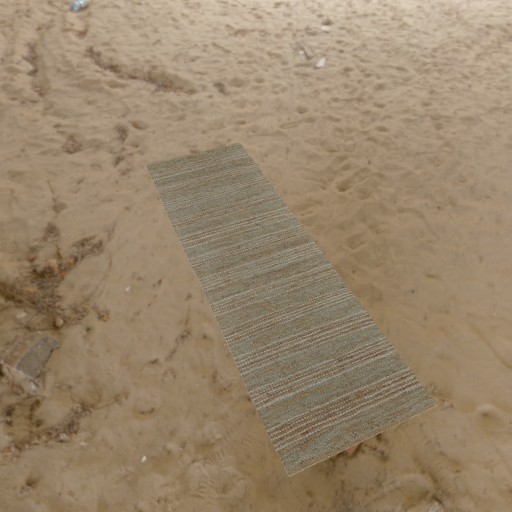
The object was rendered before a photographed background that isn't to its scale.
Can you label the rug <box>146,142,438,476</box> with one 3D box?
[{"bbox_3d":[0.000,0.000,2.725,0.783,0.006,2.438,-18,49,-16],"label":"rug"}]
